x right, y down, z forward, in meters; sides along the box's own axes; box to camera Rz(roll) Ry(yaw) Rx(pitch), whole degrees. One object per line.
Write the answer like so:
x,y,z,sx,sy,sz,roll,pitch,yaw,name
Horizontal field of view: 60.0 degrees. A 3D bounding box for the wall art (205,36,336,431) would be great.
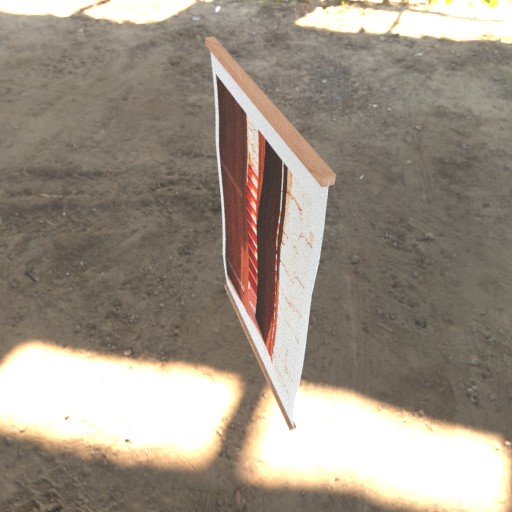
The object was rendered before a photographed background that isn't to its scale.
0.000,0.000,0.658,0.012,0.508,0.332,-16,48,-15,wall art
